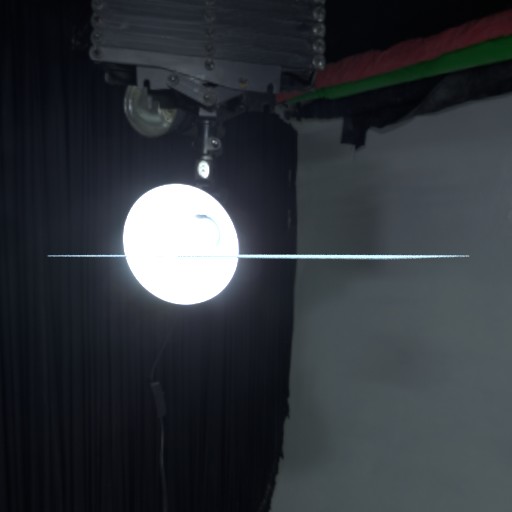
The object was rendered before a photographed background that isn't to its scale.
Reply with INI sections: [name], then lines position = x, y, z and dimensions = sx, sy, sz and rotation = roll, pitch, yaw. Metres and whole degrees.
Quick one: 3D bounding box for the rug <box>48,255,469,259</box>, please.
[rug]
position = 0.000, 0.000, 3.687
dimensions = 2.895, 0.006, 1.982
rotation = 0, 1, 36
